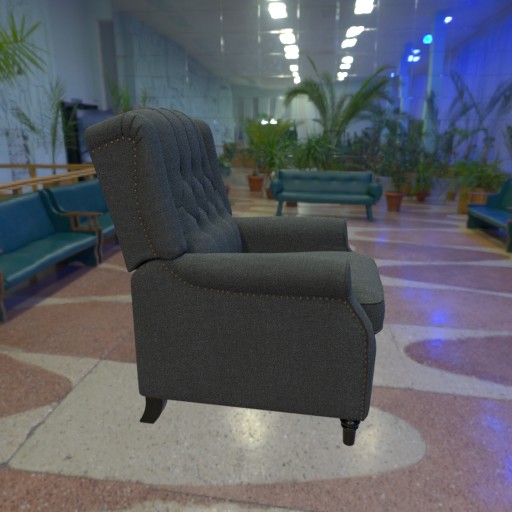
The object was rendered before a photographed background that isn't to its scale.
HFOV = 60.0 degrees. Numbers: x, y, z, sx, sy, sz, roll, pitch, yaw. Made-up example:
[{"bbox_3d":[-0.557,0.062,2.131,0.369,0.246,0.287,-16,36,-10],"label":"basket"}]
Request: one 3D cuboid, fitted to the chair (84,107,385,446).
[{"bbox_3d":[0.000,0.000,1.620,0.898,1.035,0.742,3,16,10],"label":"chair"}]
